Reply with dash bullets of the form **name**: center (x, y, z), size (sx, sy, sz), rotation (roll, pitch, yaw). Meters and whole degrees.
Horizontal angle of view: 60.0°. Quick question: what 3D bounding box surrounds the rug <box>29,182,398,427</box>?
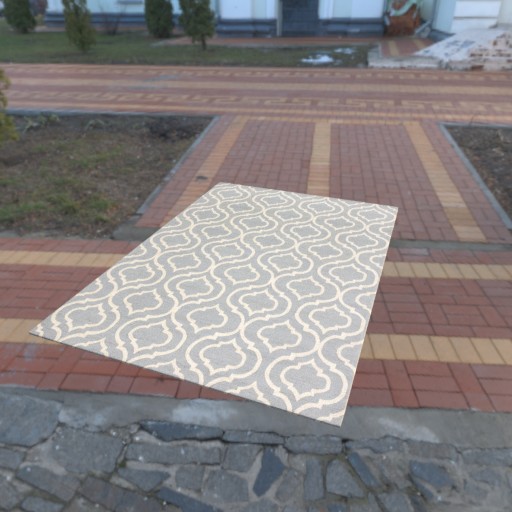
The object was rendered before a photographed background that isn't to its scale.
- **rug**: center (0.000, 0.000, 2.655), size (1.451, 0.010, 2.080), rotation (11, 32, 18)
